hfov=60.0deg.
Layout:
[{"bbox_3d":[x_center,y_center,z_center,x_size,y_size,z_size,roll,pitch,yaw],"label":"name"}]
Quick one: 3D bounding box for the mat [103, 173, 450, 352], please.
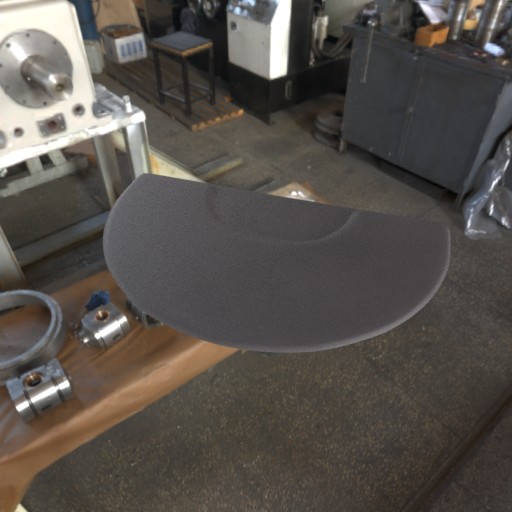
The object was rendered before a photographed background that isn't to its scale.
[{"bbox_3d":[0.000,0.000,1.810,1.525,0.022,0.917,11,43,13],"label":"mat"}]
